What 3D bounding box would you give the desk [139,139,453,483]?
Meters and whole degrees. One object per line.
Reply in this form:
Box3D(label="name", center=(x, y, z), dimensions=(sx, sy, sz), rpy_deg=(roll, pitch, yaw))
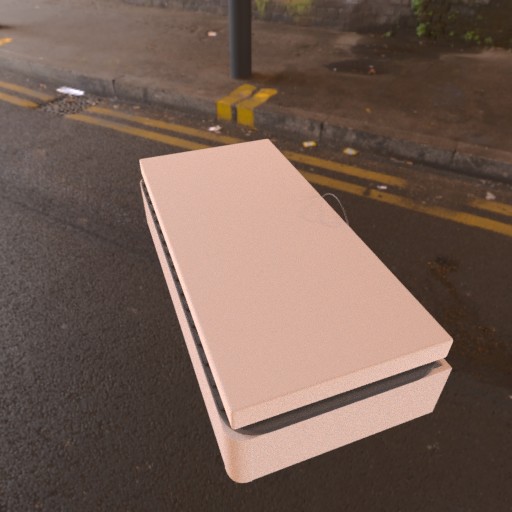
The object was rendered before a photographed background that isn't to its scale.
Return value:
Box3D(label="desk", center=(0.000, 0.000, 2.293), dimensions=(0.900, 0.526, 1.900), rpy_deg=(-13, 41, -16))
